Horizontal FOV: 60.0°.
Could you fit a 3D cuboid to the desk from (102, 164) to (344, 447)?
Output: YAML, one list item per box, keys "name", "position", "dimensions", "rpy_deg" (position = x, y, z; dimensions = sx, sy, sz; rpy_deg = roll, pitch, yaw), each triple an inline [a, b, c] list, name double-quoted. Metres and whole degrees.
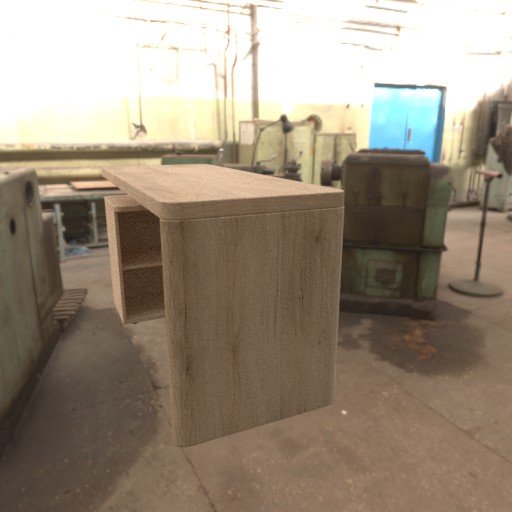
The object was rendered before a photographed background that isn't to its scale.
- name: "desk"
  position: [0.000, 0.000, 2.090]
  dimensions: [1.175, 0.770, 1.400]
  rpy_deg: [-7, 17, -24]
